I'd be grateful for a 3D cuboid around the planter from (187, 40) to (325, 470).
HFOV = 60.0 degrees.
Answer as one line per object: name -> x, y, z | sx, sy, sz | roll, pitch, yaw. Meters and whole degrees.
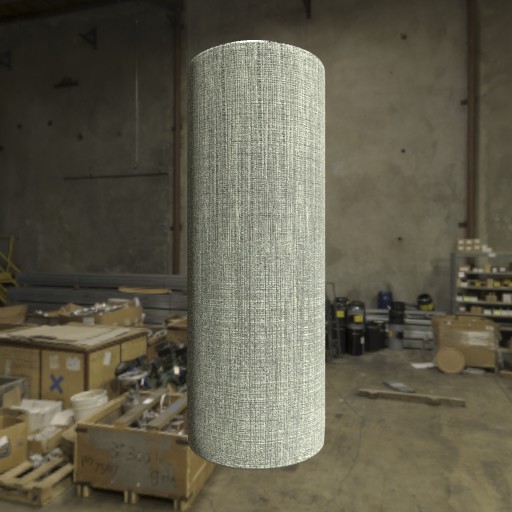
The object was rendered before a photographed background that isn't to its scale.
planter -> 0.000, 0.000, 0.325 | 0.100, 0.270, 0.100 | 0, 0, 18
